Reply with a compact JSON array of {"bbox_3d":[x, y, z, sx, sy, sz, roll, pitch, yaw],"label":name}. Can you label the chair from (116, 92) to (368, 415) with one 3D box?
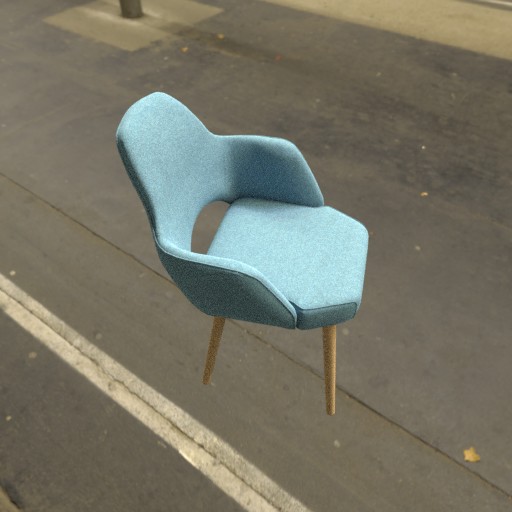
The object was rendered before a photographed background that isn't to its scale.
[{"bbox_3d":[0.000,0.000,1.379,0.666,0.920,0.589,11,47,10],"label":"chair"}]
